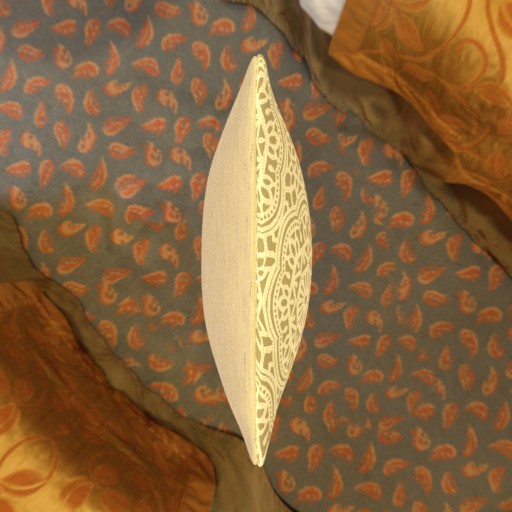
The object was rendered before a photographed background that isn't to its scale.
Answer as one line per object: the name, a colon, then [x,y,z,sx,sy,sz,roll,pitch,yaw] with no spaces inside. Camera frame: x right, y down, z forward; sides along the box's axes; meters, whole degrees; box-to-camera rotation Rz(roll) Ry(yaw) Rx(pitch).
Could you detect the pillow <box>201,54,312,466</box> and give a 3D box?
pillow: [0.000,0.000,0.667,0.167,0.421,0.438,0,90,0]
